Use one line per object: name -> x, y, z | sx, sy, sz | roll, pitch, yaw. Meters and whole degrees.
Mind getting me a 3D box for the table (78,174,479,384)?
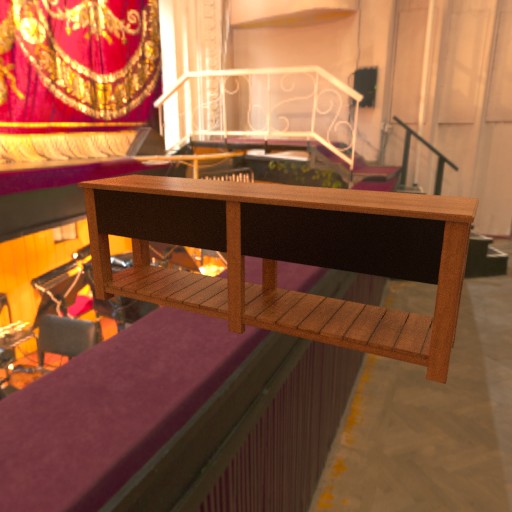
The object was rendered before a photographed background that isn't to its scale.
table -> 0.000, 0.000, 2.107 | 1.815, 0.635, 0.425 | 9, 19, 27
